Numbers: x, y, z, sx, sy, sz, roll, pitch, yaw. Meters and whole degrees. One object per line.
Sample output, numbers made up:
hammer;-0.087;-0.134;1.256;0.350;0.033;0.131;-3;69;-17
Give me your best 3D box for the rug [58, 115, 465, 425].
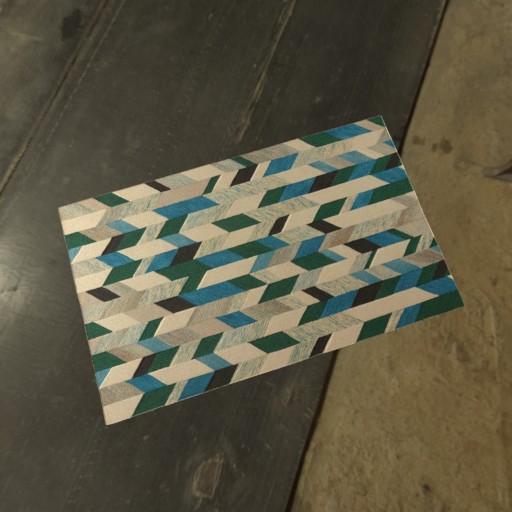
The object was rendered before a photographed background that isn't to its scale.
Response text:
rug;0.000;0.000;3.018;2.433;0.007;1.507;-17;76;-4
